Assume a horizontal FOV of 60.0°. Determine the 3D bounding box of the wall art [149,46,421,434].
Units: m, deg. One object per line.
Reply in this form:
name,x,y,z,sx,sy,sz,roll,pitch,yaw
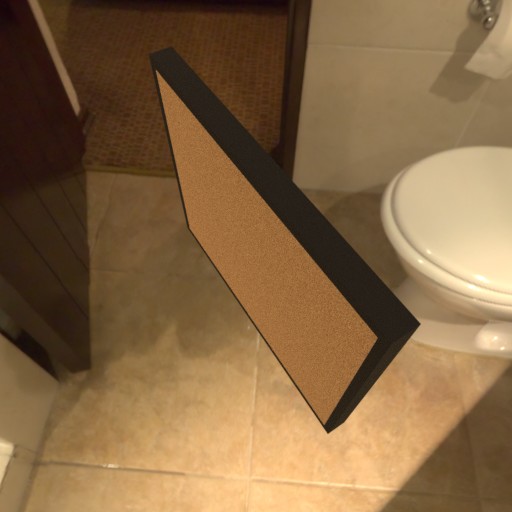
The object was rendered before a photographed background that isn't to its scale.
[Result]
wall art,0.000,0.000,0.540,0.028,0.325,0.397,-28,62,-17
